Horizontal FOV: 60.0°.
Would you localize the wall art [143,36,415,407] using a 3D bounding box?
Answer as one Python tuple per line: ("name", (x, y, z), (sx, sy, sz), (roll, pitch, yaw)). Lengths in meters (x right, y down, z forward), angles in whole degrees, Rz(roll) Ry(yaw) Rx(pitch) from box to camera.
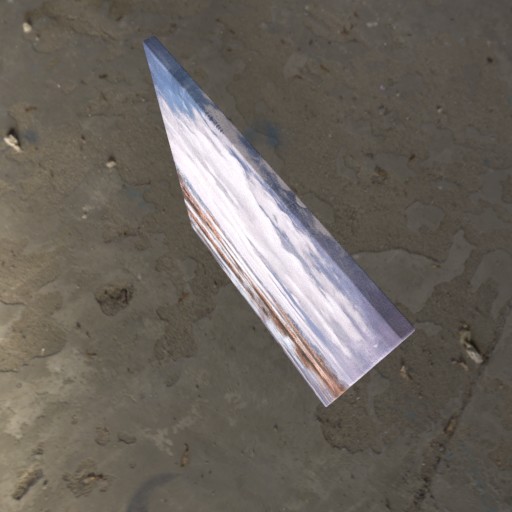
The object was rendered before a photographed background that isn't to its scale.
("wall art", (0.000, 0.000, 1.305), (0.035, 0.897, 0.888), (-33, 69, -14))
